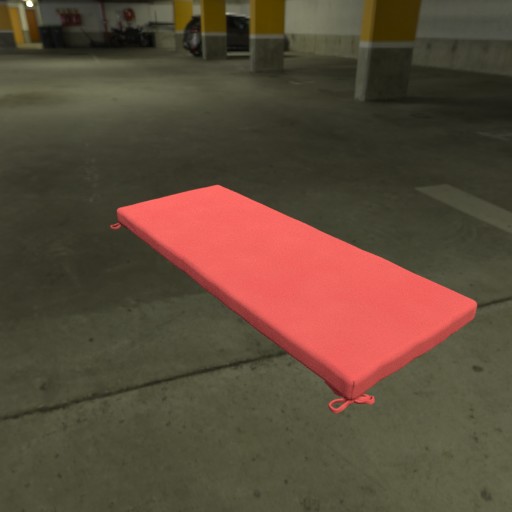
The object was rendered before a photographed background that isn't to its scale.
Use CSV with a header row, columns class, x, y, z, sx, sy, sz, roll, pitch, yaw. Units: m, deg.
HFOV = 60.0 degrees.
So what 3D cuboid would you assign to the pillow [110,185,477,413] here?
class,x,y,z,sx,sy,sz,roll,pitch,yaw
pillow,0.000,0.000,1.354,0.492,0.081,1.187,-20,33,-33
